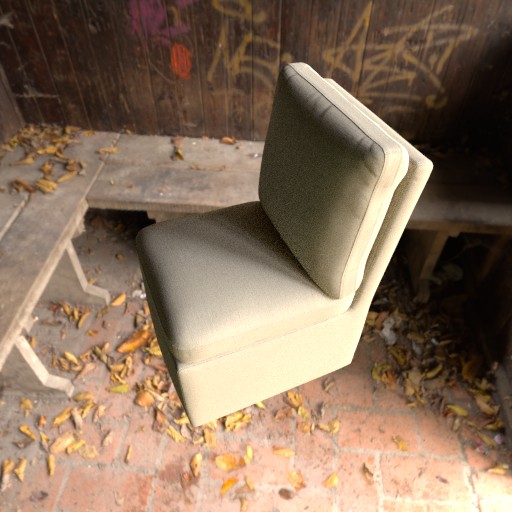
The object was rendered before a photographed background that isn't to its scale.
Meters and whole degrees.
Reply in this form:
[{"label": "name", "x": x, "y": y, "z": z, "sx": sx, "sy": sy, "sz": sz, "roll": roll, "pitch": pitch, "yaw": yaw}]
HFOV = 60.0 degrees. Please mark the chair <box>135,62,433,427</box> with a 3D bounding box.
[{"label": "chair", "x": 0.000, "y": 0.000, "z": 1.350, "sx": 0.698, "sy": 0.927, "sz": 0.503, "roll": -17, "pitch": 49, "yaw": -16}]
